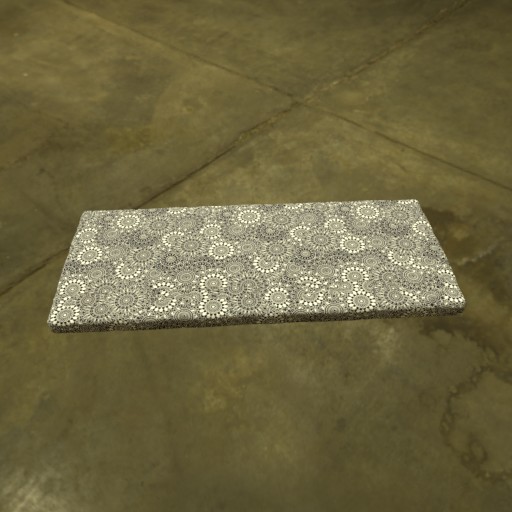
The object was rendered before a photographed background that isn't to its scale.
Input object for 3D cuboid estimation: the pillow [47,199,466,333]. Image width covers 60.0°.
[{"bbox_3d":[0.000,0.000,1.379,1.187,0.081,0.492,-2,47,-2],"label":"pillow"}]
